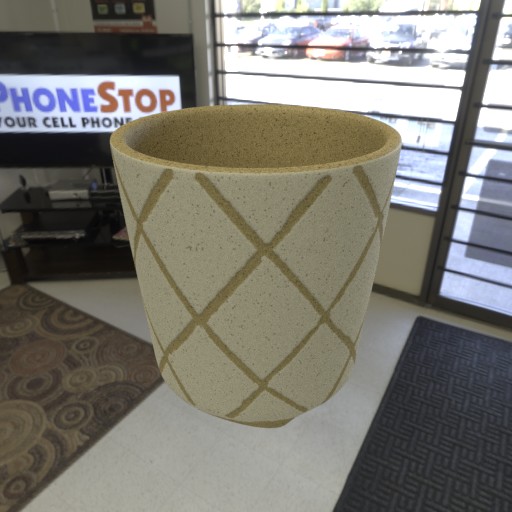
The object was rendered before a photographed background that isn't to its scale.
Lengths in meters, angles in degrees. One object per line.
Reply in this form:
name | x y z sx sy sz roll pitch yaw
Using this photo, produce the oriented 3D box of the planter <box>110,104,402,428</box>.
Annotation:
planter | 0.000 0.000 0.414 0.228 0.235 0.228 0 28 0
